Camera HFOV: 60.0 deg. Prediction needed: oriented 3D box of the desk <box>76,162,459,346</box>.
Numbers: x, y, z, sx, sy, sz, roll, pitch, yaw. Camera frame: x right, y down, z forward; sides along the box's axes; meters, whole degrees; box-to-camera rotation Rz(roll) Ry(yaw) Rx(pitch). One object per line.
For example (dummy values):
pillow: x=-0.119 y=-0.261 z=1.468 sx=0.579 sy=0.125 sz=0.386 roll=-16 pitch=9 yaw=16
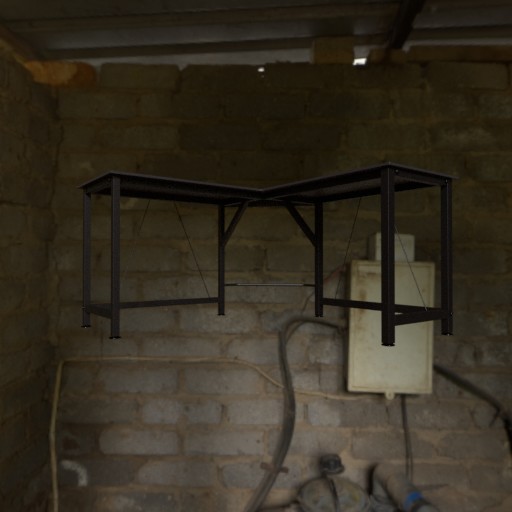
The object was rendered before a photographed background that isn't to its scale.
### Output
desk: x=0.000 y=0.000 z=2.277 sx=1.400 sy=0.762 sz=1.400 roll=1 pitch=-1 yaw=-37
